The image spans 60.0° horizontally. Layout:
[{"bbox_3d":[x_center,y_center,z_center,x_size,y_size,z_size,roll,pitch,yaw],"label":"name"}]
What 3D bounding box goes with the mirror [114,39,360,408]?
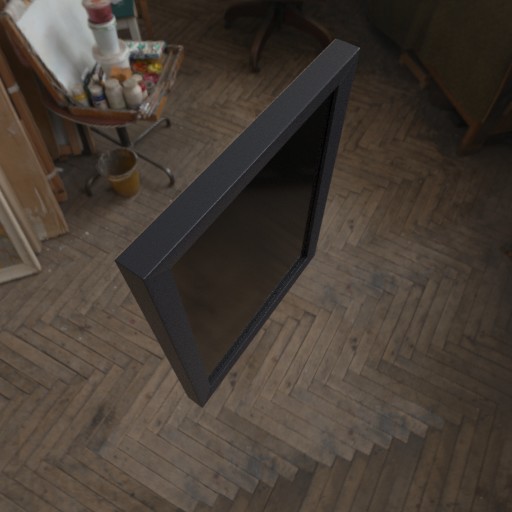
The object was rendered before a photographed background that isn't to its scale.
[{"bbox_3d":[0.000,0.000,0.699,0.041,0.508,0.405,31,64,17],"label":"mirror"}]
